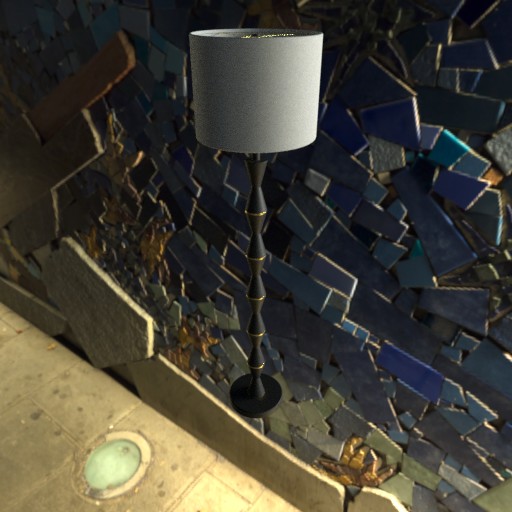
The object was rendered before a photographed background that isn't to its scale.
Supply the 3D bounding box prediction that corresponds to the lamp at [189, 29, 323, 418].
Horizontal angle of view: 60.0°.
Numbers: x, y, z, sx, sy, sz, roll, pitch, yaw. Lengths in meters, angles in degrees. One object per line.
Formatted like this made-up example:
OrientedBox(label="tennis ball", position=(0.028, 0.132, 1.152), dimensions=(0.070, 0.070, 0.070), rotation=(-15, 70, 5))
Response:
OrientedBox(label="lamp", position=(0.000, 0.000, 1.641), dimensions=(0.381, 1.480, 0.381), rotation=(-21, 36, -32))
